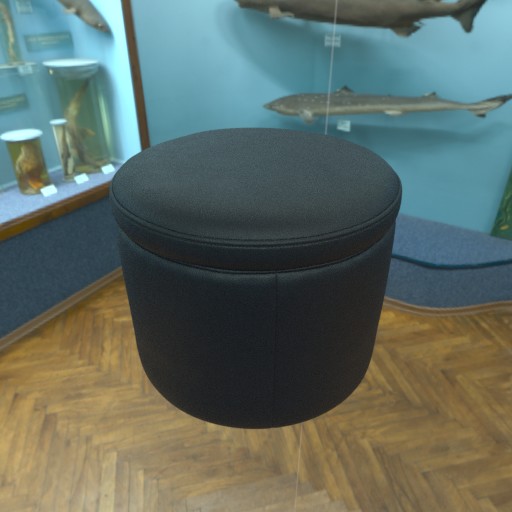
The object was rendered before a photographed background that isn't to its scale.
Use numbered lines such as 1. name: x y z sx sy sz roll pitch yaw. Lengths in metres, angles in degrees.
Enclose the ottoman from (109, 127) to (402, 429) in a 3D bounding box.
1. ottoman: 0.000 0.000 0.868 0.501 0.409 0.501 0 31 0
